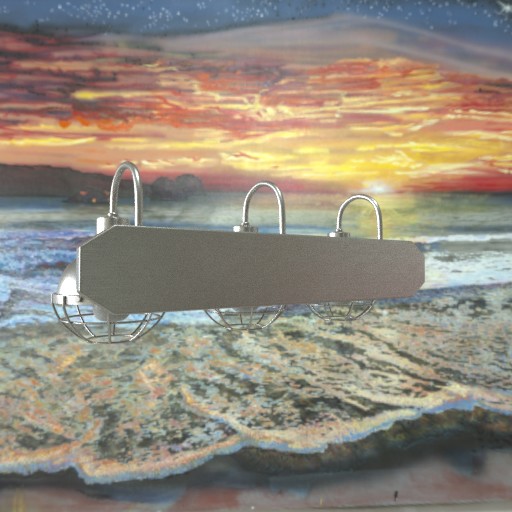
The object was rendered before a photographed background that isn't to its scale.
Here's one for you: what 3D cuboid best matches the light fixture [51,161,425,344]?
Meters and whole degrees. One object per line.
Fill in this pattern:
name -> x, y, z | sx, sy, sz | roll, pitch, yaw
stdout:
light fixture -> 0.000, 0.000, 0.764 | 0.634, 0.254, 0.229 | 1, -2, -35
